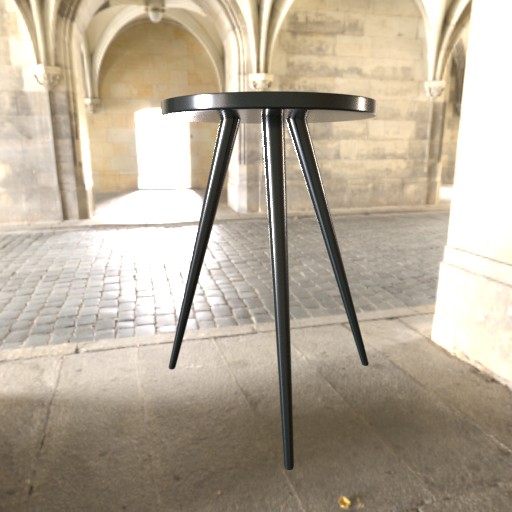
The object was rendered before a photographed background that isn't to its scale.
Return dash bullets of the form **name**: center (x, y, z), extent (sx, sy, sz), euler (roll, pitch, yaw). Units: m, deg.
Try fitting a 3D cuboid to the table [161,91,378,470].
- **table**: center (0.000, 0.000, 0.846), extent (0.415, 0.548, 0.403), euler (7, 15, 26)
